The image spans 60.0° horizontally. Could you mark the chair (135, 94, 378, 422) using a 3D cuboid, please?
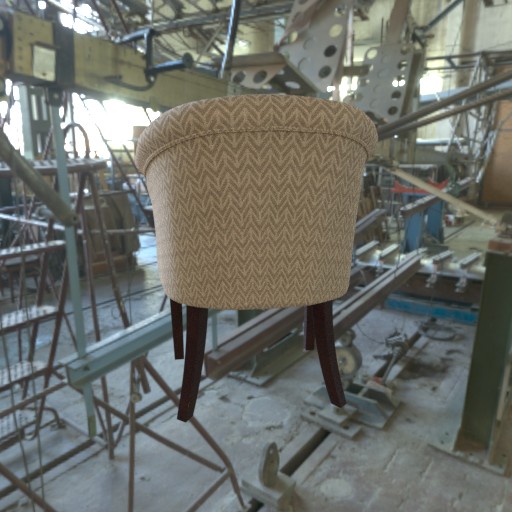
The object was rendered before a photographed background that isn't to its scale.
[{"bbox_3d":[0.000,0.000,1.335,0.686,0.858,0.613,-2,13,-9],"label":"chair"}]
